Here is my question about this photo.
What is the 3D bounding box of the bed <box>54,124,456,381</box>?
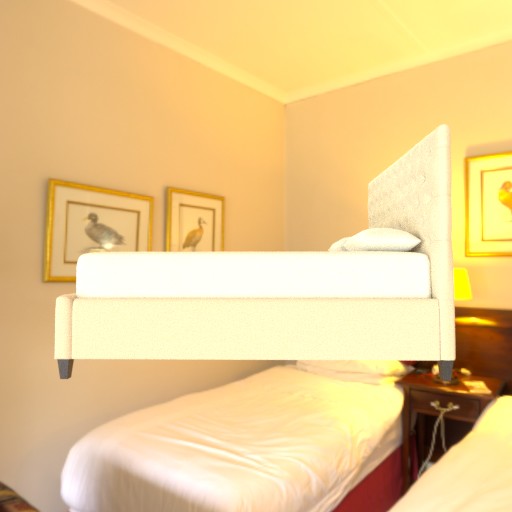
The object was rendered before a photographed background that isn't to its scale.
[{"bbox_3d":[0.000,0.000,3.296,2.233,1.426,1.696,0,-2,1],"label":"bed"}]
